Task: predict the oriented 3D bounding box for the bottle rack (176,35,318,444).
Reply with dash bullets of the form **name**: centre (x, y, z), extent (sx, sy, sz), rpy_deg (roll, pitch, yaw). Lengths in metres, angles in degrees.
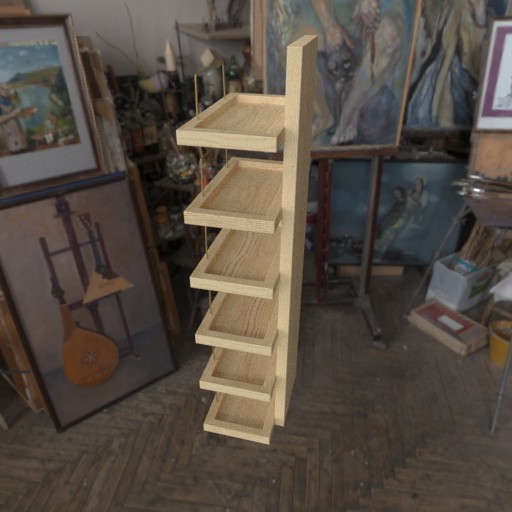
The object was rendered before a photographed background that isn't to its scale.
- **bottle rack**: centre (0.000, 0.000, 1.069), extent (0.206, 0.943, 0.330), rpy_deg (7, 32, 12)
